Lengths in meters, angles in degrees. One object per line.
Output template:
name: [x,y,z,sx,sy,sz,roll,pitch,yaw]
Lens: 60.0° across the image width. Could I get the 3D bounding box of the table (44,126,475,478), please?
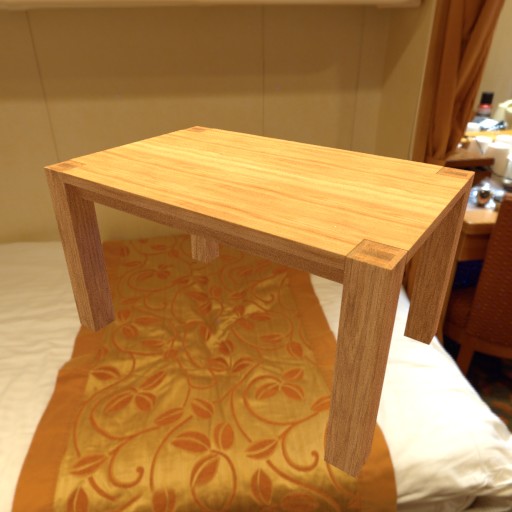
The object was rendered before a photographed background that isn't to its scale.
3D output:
table: [0.000,0.000,1.886,1.400,0.760,0.900,18,33,30]
